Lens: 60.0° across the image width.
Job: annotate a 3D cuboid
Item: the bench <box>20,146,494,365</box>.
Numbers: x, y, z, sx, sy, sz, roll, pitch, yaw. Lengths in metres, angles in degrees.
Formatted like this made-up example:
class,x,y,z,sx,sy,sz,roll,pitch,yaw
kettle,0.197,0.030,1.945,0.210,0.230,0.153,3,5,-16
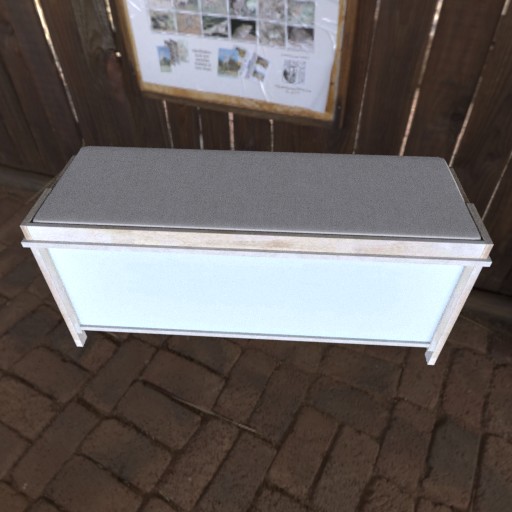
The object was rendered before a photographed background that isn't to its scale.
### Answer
class,x,y,z,sx,sy,sz,roll,pitch,yaw
bench,0.000,0.000,1.354,1.140,0.501,0.398,2,44,3
